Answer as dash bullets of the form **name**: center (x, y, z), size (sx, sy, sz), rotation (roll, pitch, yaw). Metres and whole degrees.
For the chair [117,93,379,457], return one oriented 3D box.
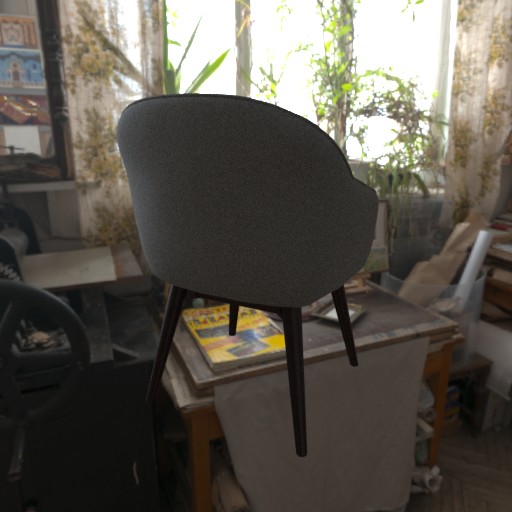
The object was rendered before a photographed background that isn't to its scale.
- **chair**: center (0.000, 0.000, 1.218), size (0.589, 0.810, 0.611), rotation (9, 19, 26)
